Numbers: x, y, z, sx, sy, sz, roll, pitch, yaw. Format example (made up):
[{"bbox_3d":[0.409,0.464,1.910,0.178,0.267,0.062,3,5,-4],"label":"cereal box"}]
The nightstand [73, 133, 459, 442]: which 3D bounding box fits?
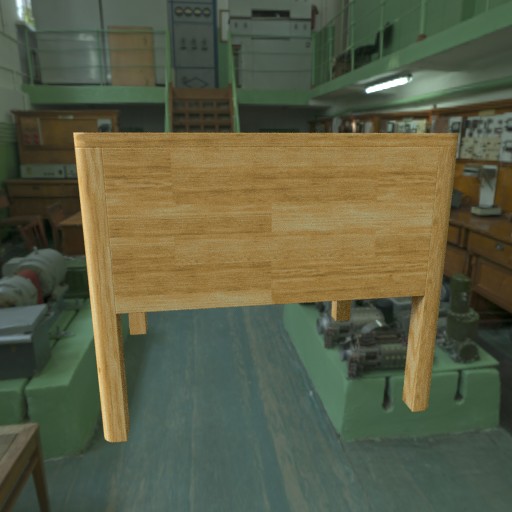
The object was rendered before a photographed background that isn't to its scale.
[{"bbox_3d":[0.000,0.000,0.887,0.560,0.470,0.440,-2,15,-9],"label":"nightstand"}]
